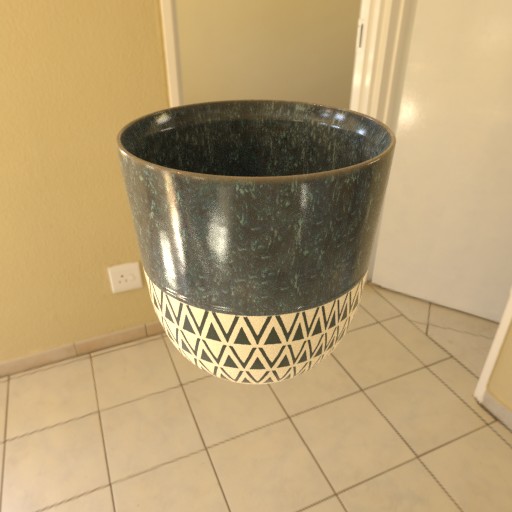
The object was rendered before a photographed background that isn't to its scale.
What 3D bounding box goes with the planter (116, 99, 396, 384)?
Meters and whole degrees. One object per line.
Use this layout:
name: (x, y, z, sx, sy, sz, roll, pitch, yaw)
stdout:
planter: (0.000, 0.000, 0.373, 0.195, 0.214, 0.195, 0, 31, 0)
